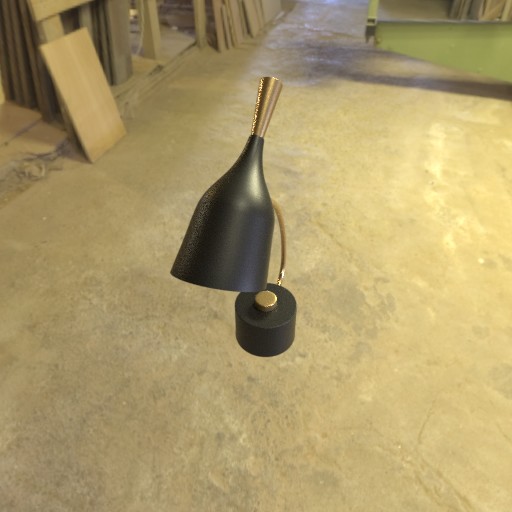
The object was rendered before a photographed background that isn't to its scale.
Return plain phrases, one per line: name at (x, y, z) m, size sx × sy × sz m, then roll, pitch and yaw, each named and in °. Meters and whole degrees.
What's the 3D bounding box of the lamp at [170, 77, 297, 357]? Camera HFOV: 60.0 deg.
lamp at (0.000, 0.000, 0.628) m, size 0.110 × 0.464 × 0.352 m, roll 12°, pitch 42°, yaw 14°
